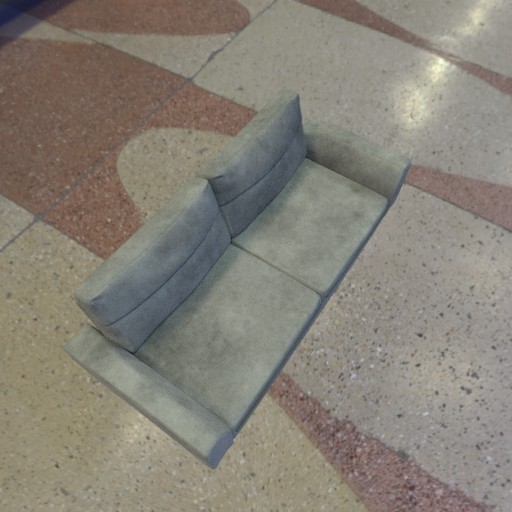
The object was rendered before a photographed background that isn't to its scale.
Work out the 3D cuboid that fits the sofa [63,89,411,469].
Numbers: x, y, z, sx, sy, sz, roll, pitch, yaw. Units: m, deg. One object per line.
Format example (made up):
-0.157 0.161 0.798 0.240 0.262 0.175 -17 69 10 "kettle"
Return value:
0.000 0.000 2.286 0.849 0.859 1.837 30 62 18 "sofa"
